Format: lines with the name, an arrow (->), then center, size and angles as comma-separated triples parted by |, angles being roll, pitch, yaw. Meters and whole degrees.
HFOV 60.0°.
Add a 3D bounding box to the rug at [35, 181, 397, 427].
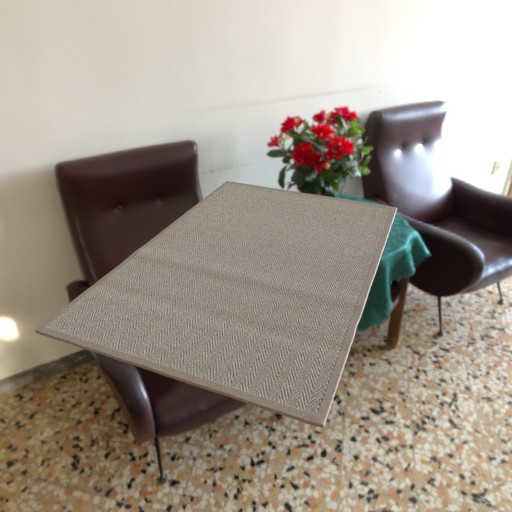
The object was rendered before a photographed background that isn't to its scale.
rug -> 0.000, 0.000, 2.945 | 1.540, 0.021, 2.290 | 12, 33, 19
